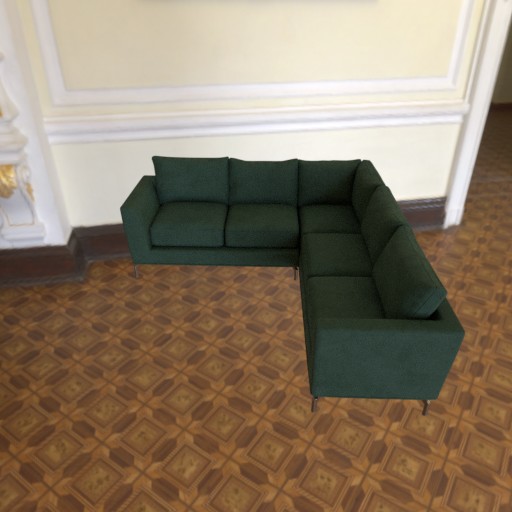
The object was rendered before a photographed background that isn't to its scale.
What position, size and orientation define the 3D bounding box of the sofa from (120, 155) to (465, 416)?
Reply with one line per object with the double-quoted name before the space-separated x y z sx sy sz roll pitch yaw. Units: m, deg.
"sofa" 0.000 0.000 3.705 2.468 1.004 2.452 1 31 2
